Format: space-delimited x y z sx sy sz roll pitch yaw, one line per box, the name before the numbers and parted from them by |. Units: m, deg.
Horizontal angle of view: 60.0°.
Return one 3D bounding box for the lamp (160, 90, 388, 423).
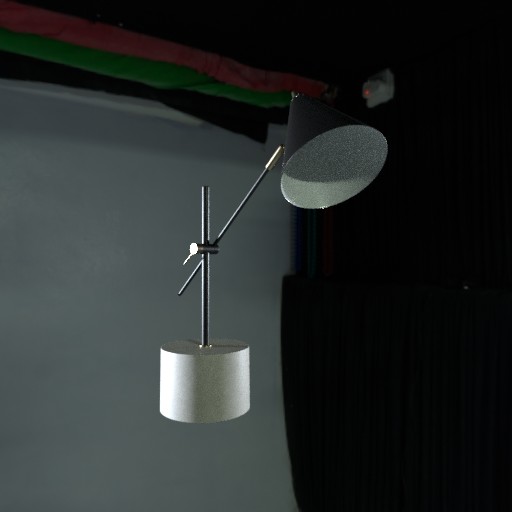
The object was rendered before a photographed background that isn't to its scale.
lamp | 0.000 0.000 0.697 0.214 0.518 0.403 0 -1 -36
